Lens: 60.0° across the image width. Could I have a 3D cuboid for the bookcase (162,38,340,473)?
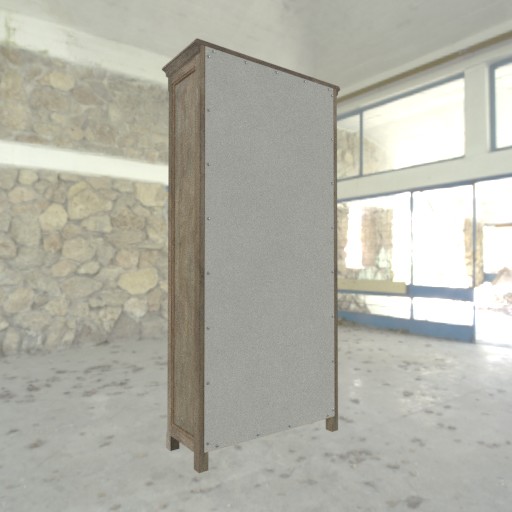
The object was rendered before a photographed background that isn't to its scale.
[{"bbox_3d":[0.000,0.000,2.307,0.906,1.880,0.348,1,-2,-36],"label":"bookcase"}]
